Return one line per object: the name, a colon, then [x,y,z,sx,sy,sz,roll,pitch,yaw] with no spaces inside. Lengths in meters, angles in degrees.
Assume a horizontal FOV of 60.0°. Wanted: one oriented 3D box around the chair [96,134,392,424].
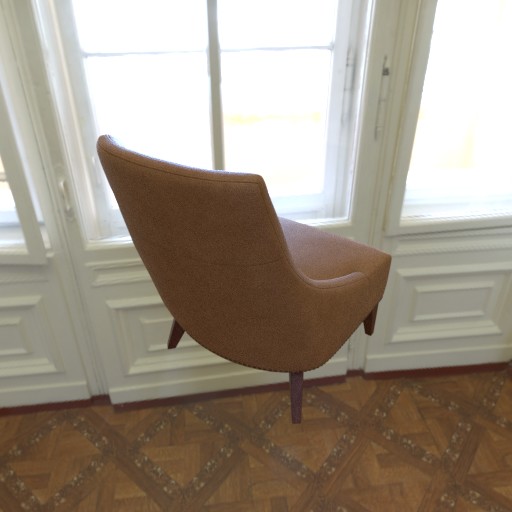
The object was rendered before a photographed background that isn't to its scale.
chair: [0.000,0.000,1.526,0.701,0.909,0.861,21,37,31]
